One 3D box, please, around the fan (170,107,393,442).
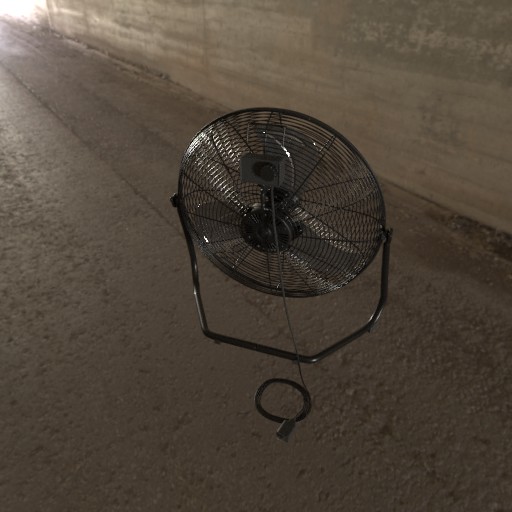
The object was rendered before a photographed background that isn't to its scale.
[{"bbox_3d":[0.000,0.000,0.999,0.595,0.605,0.470,11,34,17],"label":"fan"}]
